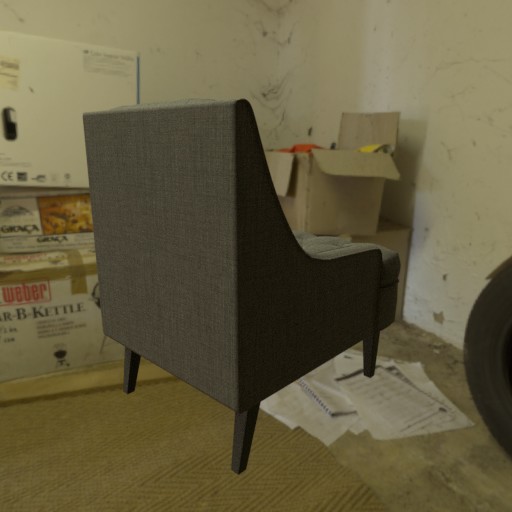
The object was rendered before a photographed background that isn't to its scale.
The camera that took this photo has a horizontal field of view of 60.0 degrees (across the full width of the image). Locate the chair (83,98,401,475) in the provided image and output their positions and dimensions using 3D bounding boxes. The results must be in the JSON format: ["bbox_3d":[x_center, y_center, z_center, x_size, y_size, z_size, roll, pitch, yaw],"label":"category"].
[{"bbox_3d":[0.000,0.000,1.413,0.655,0.891,0.771,14,20,42],"label":"chair"}]
